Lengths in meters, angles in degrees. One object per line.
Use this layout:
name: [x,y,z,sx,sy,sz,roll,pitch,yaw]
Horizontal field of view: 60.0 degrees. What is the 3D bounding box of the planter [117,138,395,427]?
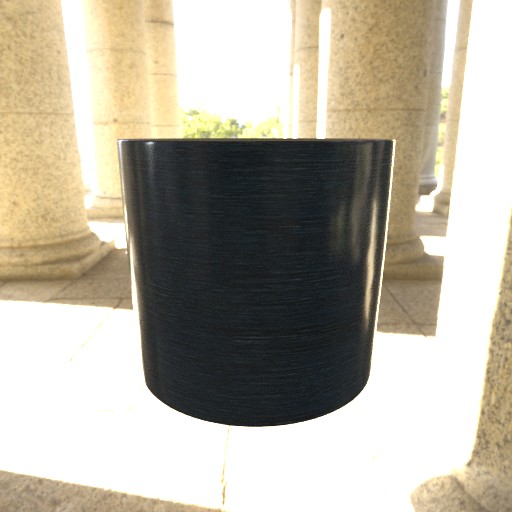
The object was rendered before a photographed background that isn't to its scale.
planter: [0.000,0.000,0.394,0.221,0.201,0.221,0,15,0]
